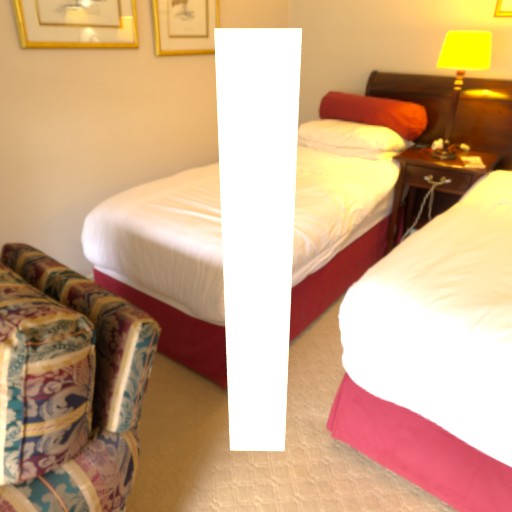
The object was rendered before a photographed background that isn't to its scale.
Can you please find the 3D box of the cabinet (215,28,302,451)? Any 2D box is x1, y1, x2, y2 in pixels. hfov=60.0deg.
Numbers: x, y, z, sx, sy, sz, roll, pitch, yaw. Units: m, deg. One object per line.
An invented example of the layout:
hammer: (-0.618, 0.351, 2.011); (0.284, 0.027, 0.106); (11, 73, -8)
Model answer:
cabinet: (0.000, 0.000, 1.789); (0.255, 1.630, 0.520); (0, 27, 1)
